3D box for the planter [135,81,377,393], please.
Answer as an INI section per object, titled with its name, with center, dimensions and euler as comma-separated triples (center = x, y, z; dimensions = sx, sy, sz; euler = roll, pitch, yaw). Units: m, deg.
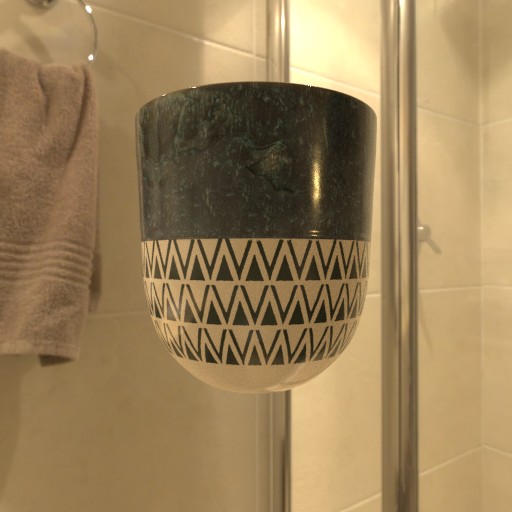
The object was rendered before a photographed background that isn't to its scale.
[planter]
center = 0.000, 0.000, 0.369
dimensions = 0.195, 0.214, 0.195
euler = 0, 0, 0
